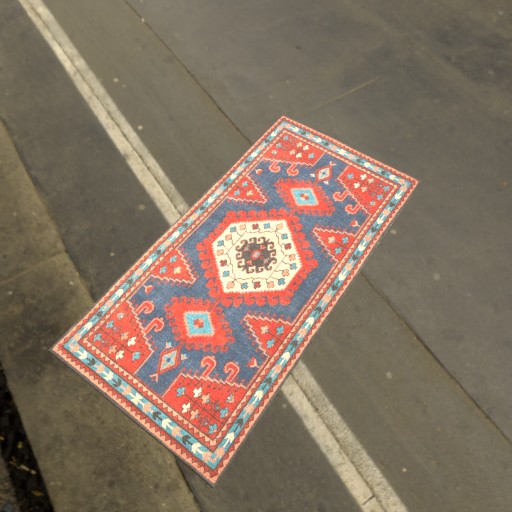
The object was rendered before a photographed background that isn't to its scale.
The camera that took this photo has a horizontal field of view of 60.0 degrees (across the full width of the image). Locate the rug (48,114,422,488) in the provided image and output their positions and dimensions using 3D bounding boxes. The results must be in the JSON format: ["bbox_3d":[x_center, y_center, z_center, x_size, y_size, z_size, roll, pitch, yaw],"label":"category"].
[{"bbox_3d":[0.000,0.000,3.595,1.522,0.034,3.032,31,64,17],"label":"rug"}]
